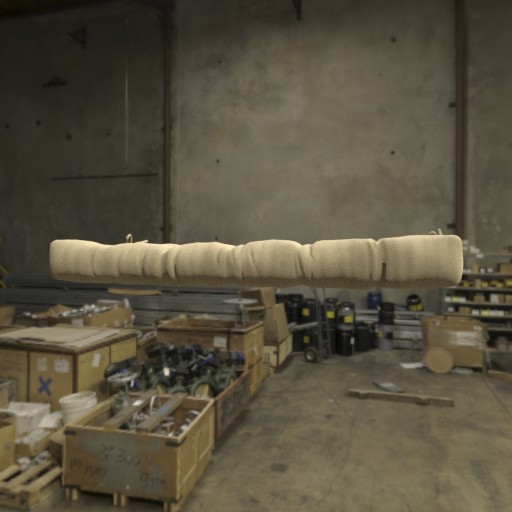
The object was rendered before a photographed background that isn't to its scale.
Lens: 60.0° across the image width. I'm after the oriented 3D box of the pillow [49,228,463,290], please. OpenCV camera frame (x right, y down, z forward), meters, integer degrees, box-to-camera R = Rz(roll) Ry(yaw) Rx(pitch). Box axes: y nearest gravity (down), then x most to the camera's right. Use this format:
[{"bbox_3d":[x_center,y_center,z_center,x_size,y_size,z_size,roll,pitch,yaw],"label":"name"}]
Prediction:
[{"bbox_3d":[0.000,0.000,1.376,1.194,0.174,0.511,0,0,16],"label":"pillow"}]
